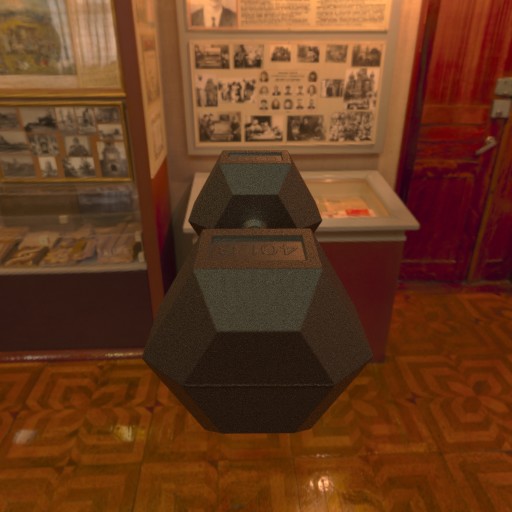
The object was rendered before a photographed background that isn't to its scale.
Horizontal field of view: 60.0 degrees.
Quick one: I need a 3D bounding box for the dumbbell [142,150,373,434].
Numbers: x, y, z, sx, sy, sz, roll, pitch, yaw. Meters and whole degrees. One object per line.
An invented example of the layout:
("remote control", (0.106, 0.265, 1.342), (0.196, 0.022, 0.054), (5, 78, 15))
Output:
("dumbbell", (0.000, 0.000, 0.437), (0.157, 0.137, 0.361), (0, 27, 0))
